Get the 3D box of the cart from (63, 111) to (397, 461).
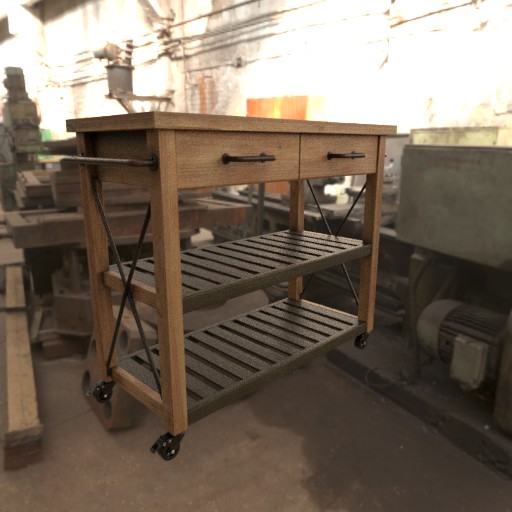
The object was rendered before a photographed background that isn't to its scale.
[{"bbox_3d":[0.000,0.000,0.961,0.686,0.554,0.298,-14,19,-43],"label":"cart"}]
